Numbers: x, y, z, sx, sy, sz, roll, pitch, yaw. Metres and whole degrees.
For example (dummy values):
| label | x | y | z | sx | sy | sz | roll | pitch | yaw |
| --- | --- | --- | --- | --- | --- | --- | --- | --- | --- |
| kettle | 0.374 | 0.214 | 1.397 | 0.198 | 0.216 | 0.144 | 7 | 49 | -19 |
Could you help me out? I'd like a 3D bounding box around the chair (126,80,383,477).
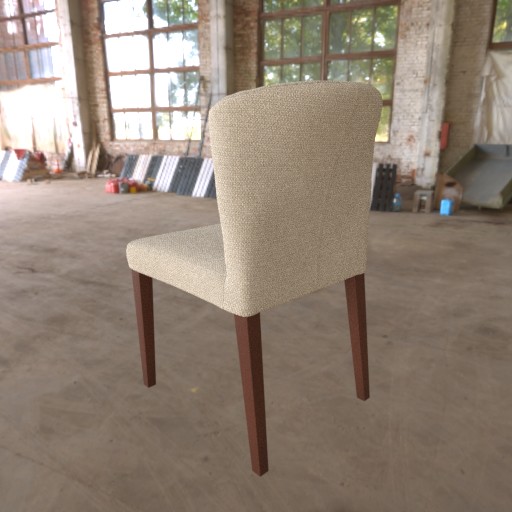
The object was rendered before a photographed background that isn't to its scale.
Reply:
| label | x | y | z | sx | sy | sz | roll | pitch | yaw |
| --- | --- | --- | --- | --- | --- | --- | --- | --- | --- |
| chair | 0.000 | 0.000 | 1.190 | 0.491 | 0.839 | 0.589 | -15 | 22 | -42 |
